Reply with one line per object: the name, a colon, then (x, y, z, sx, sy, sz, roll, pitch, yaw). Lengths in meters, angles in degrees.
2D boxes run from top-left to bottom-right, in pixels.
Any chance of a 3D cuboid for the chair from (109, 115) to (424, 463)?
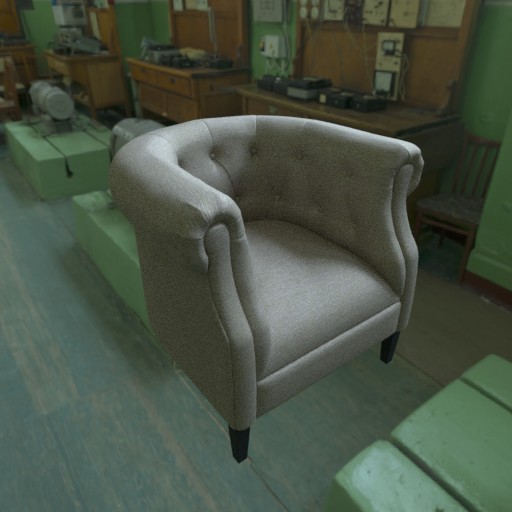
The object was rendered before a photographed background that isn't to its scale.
chair: (0.000, 0.000, 1.575, 0.905, 0.827, 0.852, -21, 36, -32)
